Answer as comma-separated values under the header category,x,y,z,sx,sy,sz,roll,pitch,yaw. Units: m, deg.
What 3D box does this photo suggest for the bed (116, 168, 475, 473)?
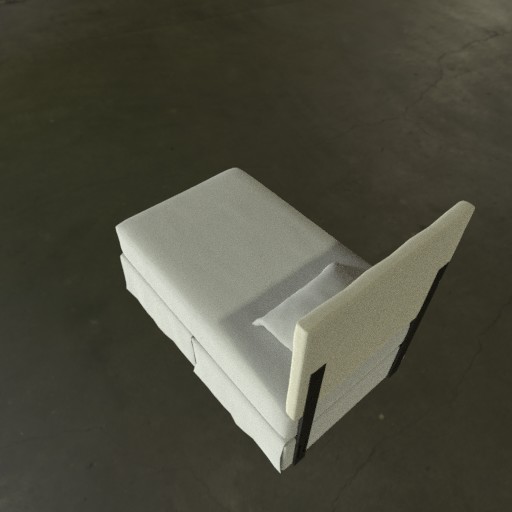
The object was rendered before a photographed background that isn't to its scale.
category,x,y,z,sx,sy,sz,roll,pitch,yaw
bed,0.000,0.000,2.969,1.261,1.571,1.997,-32,55,-26
